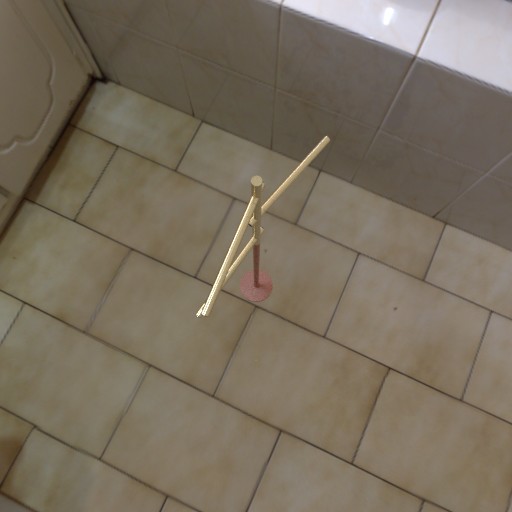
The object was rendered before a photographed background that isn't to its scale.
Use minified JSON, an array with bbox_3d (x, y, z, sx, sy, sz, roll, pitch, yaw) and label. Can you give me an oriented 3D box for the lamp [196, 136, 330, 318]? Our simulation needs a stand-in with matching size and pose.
[{"bbox_3d":[0.000,0.000,1.999,0.209,1.704,0.737,27,78,6],"label":"lamp"}]
